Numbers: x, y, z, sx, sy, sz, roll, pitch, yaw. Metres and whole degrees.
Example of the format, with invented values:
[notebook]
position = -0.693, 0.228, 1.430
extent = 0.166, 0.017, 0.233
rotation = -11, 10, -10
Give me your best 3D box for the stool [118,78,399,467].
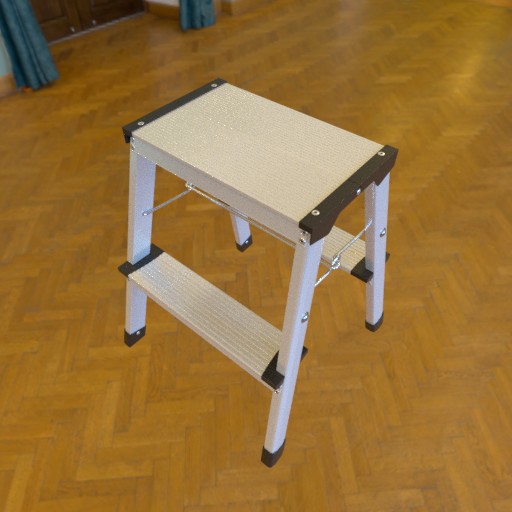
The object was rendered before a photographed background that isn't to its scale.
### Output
[stool]
position = 0.000, 0.000, 0.789
extent = 0.404, 0.480, 0.405
rotation = 31, 54, 26
